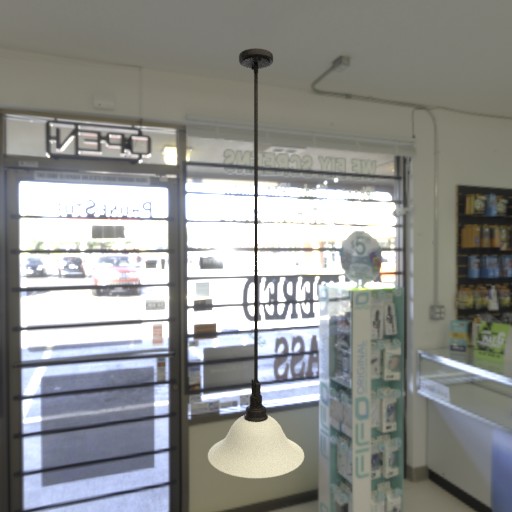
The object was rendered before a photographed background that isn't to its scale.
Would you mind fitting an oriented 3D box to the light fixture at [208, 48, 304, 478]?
[{"bbox_3d":[0.000,0.000,1.489,0.324,1.337,0.324,0,1,-19],"label":"light fixture"}]
